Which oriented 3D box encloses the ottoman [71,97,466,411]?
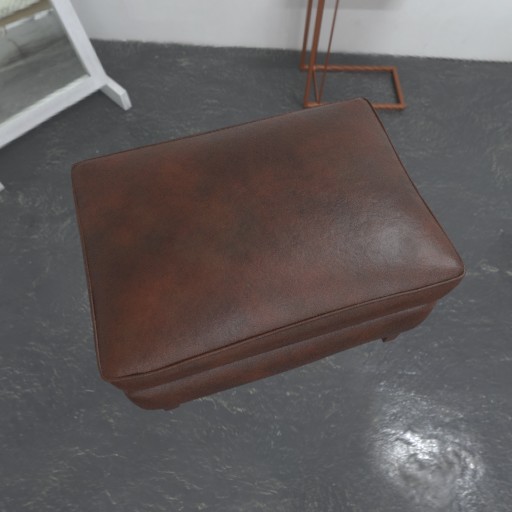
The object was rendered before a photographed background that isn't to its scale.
[{"bbox_3d":[0.000,0.000,0.977,0.665,0.432,0.501,-15,64,-8],"label":"ottoman"}]
